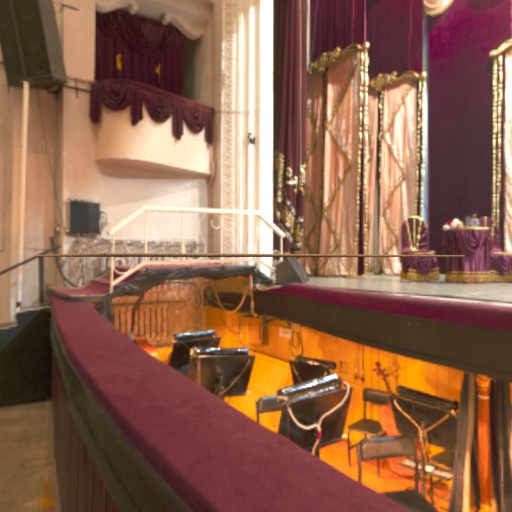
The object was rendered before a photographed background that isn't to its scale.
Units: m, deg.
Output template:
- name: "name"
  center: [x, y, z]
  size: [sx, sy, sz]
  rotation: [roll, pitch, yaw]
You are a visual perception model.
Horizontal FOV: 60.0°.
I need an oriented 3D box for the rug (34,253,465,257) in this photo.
- name: "rug"
  center: [0.000, 0.000, 2.944]
  size: [2.435, 0.011, 1.517]
  rotation: [0, 0, -35]
